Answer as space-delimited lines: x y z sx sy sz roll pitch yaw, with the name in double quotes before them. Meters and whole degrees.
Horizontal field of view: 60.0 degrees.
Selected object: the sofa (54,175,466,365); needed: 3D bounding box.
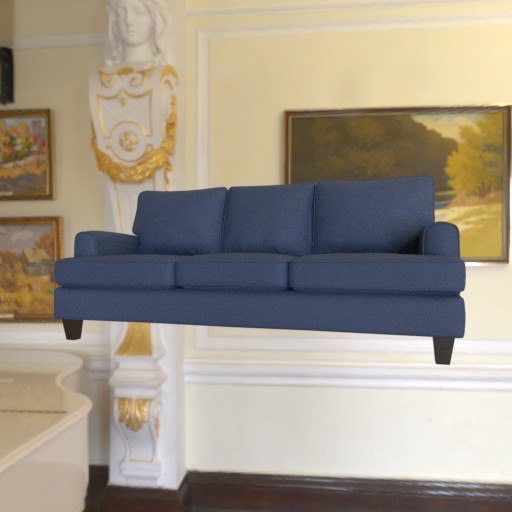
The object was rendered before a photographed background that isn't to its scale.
"sofa" 0.000 0.000 2.622 2.158 0.965 0.951 0 -1 18
